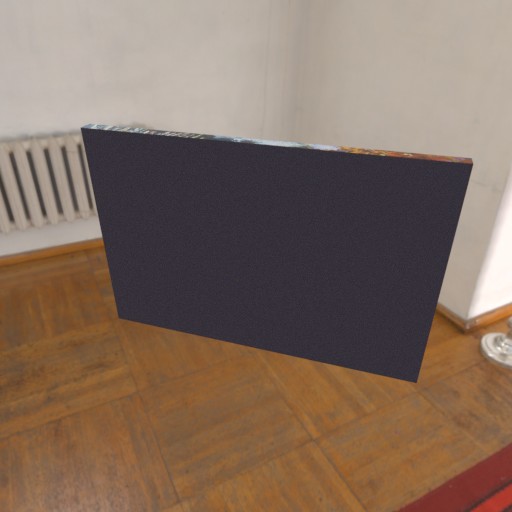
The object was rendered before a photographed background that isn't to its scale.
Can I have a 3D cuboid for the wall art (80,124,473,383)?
[{"bbox_3d":[0.000,0.000,1.158,0.908,0.604,0.037,9,32,15],"label":"wall art"}]
